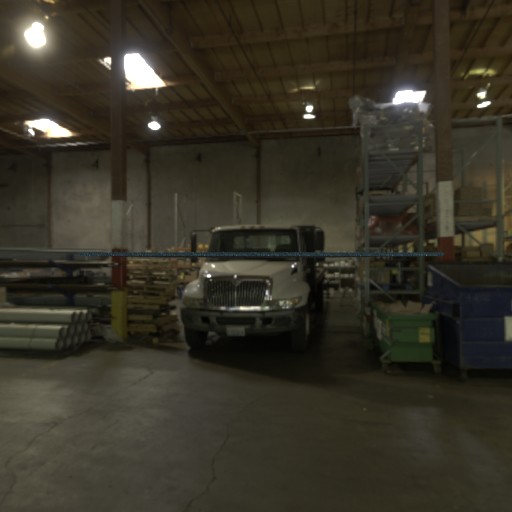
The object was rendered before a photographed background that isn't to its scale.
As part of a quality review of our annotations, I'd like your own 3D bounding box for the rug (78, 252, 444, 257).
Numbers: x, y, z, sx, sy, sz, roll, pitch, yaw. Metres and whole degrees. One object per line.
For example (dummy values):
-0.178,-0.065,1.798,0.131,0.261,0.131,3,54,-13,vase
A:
0.000,0.000,3.041,1.530,0.015,2.449,0,0,-2,rug
